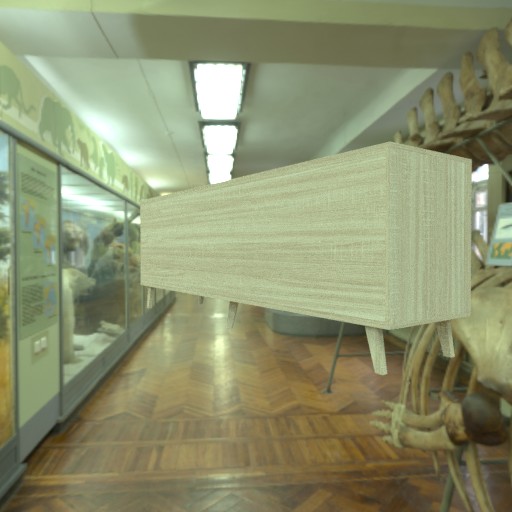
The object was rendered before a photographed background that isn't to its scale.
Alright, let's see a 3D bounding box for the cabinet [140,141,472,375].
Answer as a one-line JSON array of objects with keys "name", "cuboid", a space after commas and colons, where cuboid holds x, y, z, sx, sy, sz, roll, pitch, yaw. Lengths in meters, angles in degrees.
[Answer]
[{"name": "cabinet", "cuboid": [0.000, 0.000, 2.488, 0.500, 0.780, 2.200, -1, 1, -36]}]
